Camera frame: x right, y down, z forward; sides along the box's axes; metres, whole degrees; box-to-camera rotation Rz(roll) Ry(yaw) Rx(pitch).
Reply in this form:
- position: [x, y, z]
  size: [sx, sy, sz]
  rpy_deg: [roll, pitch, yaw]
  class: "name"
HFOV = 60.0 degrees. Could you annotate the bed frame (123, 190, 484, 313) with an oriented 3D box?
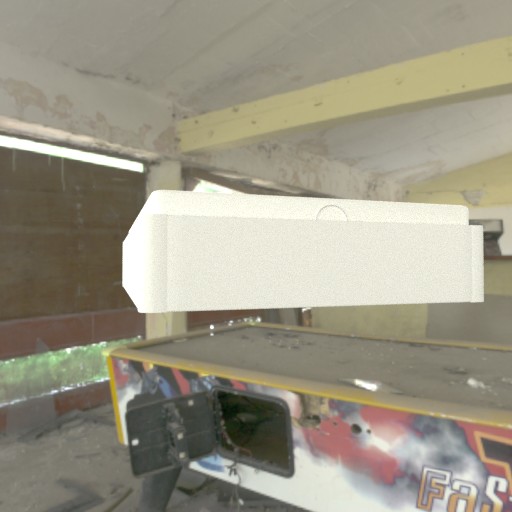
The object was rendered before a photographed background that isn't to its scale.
- position: [0.000, 0.000, 2.518]
  size: [1.400, 0.406, 1.900]
  rpy_deg: [0, -1, -18]
  class: "bed frame"
